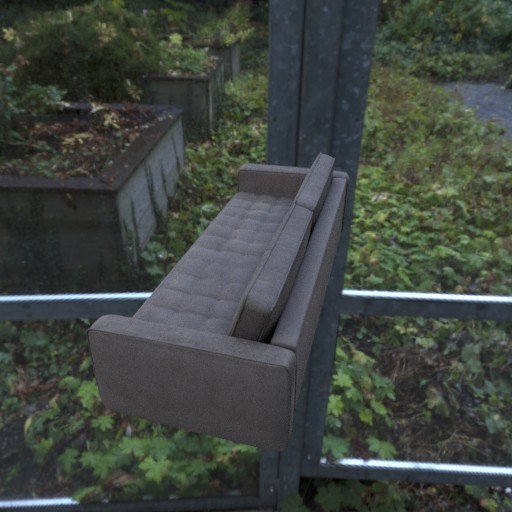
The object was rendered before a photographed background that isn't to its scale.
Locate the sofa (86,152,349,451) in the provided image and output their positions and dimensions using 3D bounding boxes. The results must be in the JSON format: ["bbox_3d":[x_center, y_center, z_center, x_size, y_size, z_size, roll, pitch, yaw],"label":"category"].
[{"bbox_3d":[0.000,0.000,2.799,0.923,0.813,2.295,8,32,14],"label":"sofa"}]
